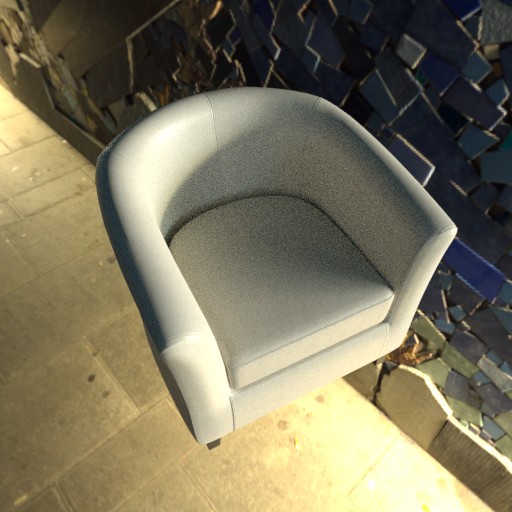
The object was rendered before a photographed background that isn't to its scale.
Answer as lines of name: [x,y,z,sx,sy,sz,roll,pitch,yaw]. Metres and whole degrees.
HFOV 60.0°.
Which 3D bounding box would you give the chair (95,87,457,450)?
chair: [0.000,0.000,1.360,0.792,0.756,0.727,-20,50,-18]
